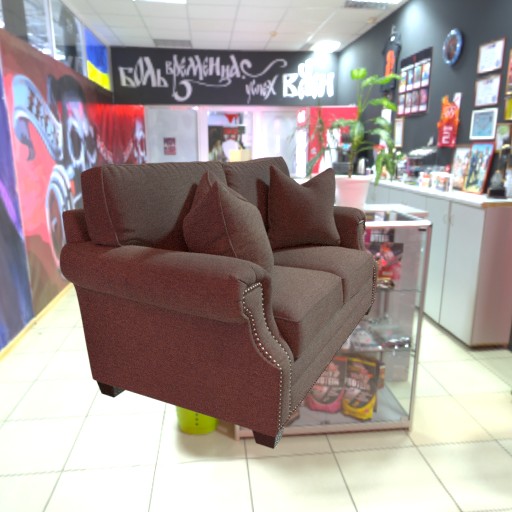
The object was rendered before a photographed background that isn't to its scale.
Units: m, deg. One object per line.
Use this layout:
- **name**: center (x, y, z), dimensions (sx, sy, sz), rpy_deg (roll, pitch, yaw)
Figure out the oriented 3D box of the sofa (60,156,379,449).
- **sofa**: center (0.000, 0.000, 2.269), dimensions (0.966, 0.966, 1.701), rpy_deg (7, 15, 26)
